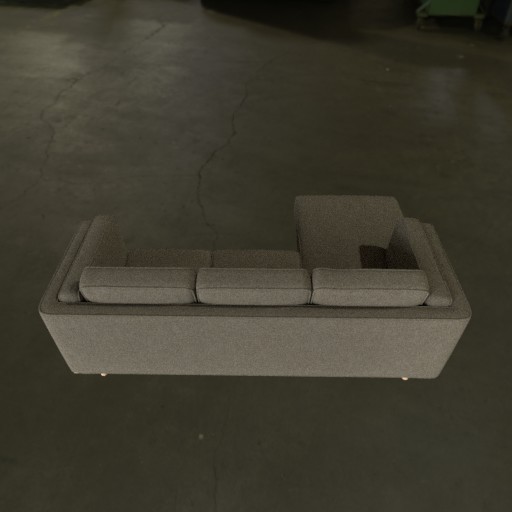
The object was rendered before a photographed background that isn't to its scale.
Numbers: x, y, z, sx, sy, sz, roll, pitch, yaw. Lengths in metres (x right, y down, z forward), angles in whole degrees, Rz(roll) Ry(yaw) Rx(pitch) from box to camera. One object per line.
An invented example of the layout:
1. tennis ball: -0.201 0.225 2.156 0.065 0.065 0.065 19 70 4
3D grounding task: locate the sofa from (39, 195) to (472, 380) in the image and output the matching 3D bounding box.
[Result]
1. sofa: 0.000 0.000 3.171 2.411 0.929 1.604 1 42 1
